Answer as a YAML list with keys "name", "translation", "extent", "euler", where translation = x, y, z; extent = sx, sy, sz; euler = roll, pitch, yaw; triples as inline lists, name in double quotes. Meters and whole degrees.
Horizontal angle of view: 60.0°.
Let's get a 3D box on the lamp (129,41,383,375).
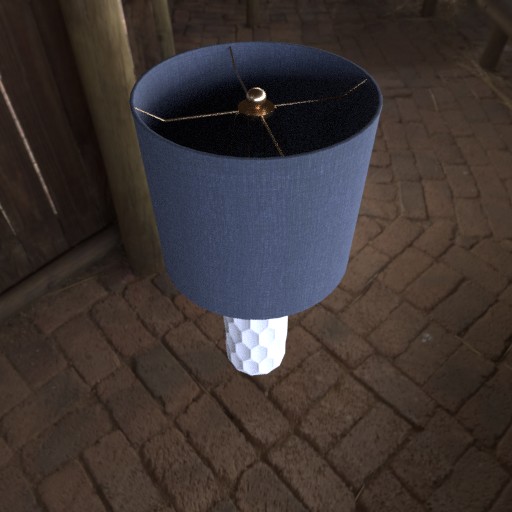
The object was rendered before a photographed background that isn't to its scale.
- name: "lamp"
  translation: [0.000, 0.000, 0.686]
  extent: [0.277, 0.537, 0.277]
  euler: [18, 49, 16]
